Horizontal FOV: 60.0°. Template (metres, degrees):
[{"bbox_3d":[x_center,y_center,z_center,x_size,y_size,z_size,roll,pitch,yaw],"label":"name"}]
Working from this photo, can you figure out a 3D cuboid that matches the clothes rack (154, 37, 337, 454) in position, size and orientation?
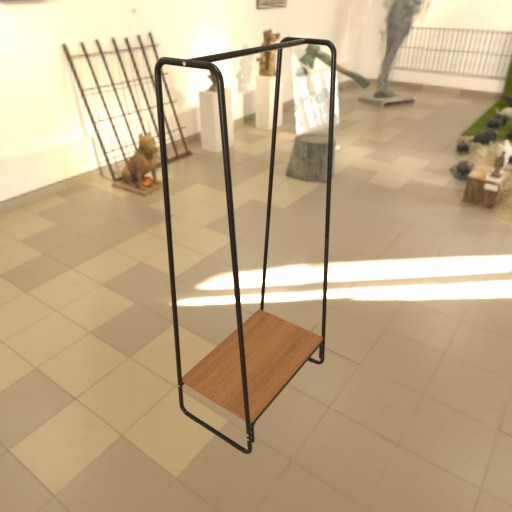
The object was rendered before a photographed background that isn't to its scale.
[{"bbox_3d":[0.000,0.000,1.748,0.400,1.500,0.640,21,37,30],"label":"clothes rack"}]
